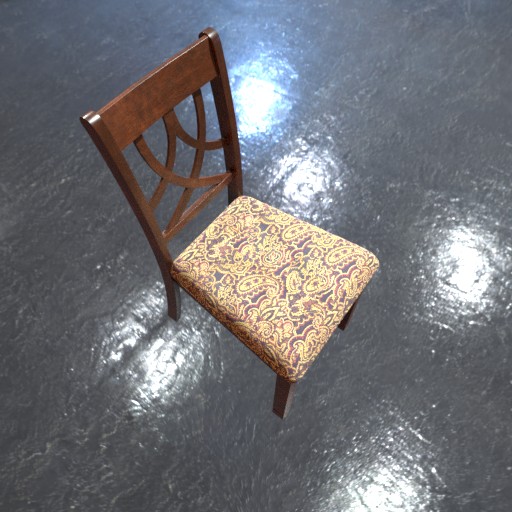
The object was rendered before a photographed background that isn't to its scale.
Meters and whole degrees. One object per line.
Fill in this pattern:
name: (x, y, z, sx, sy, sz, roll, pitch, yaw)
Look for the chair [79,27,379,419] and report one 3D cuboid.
chair: (0.000, 0.000, 1.259, 0.584, 0.965, 0.457, 32, 63, 19)
